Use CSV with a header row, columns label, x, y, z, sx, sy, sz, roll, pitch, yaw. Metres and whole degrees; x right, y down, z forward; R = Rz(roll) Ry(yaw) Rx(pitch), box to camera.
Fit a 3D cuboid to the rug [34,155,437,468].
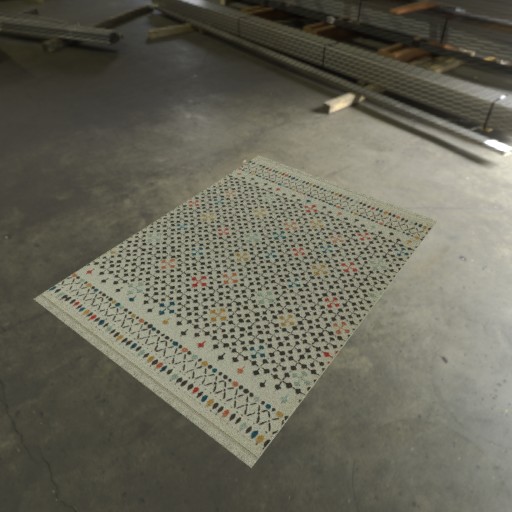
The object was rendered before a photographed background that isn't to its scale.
label,x,y,z,sx,sy,sz,roll,pitch,yaw
rug,0.000,0.000,4.216,2.354,0.007,3.196,26,47,27
